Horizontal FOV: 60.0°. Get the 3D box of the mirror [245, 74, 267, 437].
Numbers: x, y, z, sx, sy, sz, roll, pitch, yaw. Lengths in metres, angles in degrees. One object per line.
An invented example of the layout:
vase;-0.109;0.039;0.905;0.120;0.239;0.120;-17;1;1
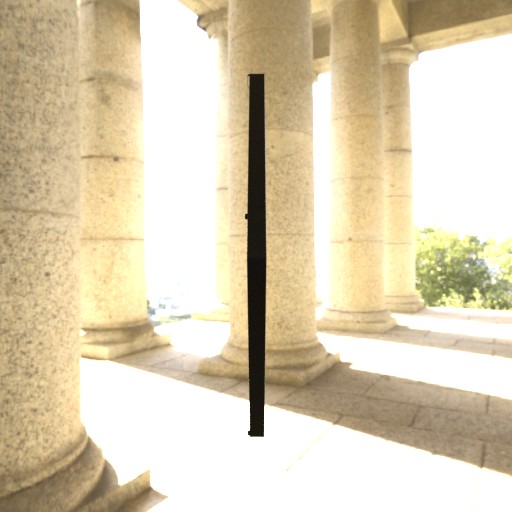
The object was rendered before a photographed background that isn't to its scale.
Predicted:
mirror;0.000;0.000;0.828;0.032;0.679;0.419;0;0;0
